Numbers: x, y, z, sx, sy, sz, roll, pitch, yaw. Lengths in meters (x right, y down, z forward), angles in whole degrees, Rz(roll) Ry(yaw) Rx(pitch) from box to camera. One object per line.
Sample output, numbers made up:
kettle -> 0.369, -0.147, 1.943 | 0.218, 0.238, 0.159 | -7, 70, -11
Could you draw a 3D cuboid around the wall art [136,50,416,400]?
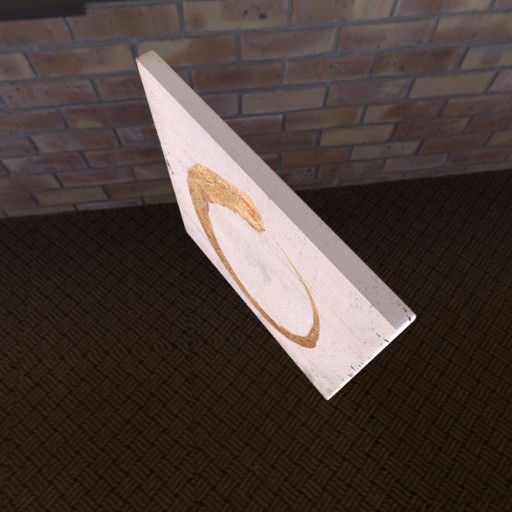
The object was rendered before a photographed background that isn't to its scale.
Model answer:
wall art -> 0.000, 0.000, 0.927 | 0.040, 0.611, 0.610 | -36, 70, -16
